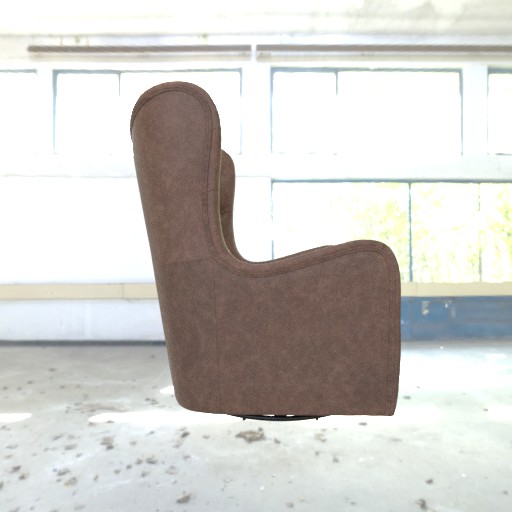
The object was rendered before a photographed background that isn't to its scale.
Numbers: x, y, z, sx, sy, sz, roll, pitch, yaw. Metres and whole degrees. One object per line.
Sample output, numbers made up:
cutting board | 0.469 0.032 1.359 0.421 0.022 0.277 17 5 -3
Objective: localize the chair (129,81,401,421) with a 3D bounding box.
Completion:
chair | 0.000 0.000 1.752 0.930 1.079 0.831 0 0 1
